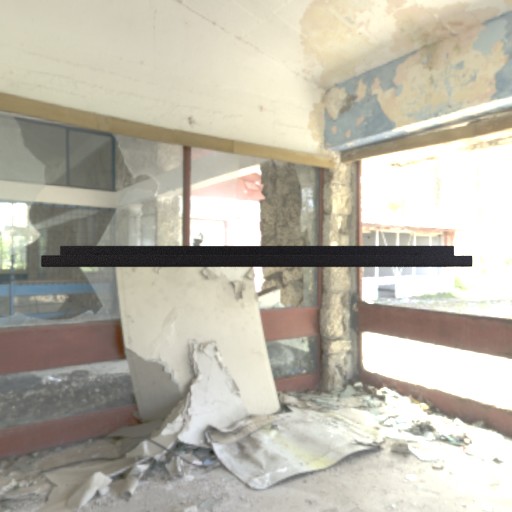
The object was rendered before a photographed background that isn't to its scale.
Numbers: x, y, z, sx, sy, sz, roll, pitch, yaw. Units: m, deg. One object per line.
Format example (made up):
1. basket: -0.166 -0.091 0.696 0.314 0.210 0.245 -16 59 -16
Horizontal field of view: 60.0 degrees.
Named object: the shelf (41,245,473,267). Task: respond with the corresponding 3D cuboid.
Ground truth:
1. shelf: 0.000 0.000 0.994 0.924 0.049 0.092 0 0 1
